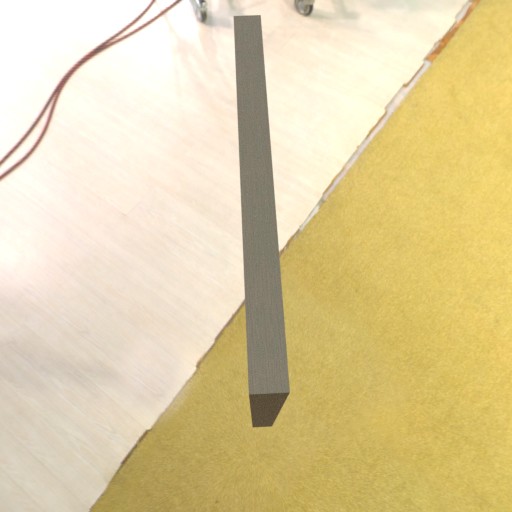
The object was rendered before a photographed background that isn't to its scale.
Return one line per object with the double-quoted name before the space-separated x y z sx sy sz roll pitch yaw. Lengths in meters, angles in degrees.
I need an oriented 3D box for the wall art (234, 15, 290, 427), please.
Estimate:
"wall art" 0.000 0.000 0.745 0.038 0.506 0.508 -3 66 -1
